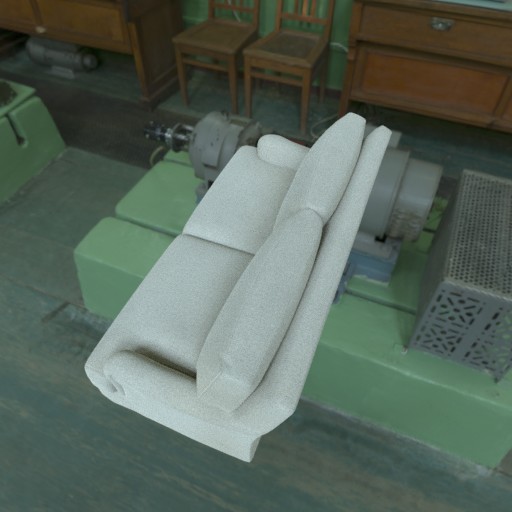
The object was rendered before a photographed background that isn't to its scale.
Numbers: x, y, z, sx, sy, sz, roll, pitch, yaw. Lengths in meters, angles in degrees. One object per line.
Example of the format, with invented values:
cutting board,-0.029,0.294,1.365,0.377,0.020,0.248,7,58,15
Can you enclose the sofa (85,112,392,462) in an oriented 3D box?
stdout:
sofa,0.000,0.000,2.654,1.091,0.997,2.070,17,50,14
